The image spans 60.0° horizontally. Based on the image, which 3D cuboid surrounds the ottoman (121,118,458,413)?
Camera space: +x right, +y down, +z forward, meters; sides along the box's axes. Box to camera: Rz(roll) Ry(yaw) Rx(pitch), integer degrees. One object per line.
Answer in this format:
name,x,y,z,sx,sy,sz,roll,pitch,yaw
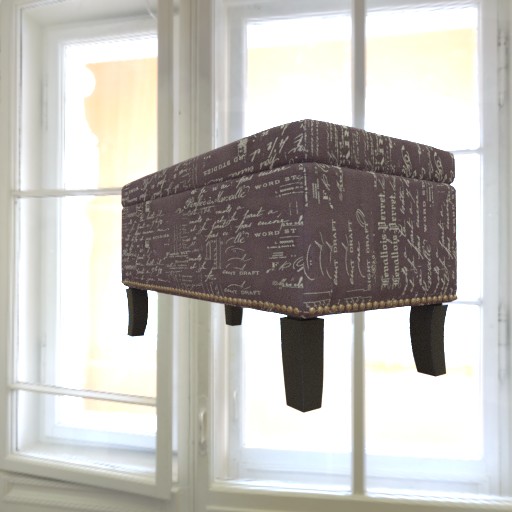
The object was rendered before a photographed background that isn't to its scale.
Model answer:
ottoman,0.000,0.000,1.069,0.406,0.457,0.813,0,0,-35
